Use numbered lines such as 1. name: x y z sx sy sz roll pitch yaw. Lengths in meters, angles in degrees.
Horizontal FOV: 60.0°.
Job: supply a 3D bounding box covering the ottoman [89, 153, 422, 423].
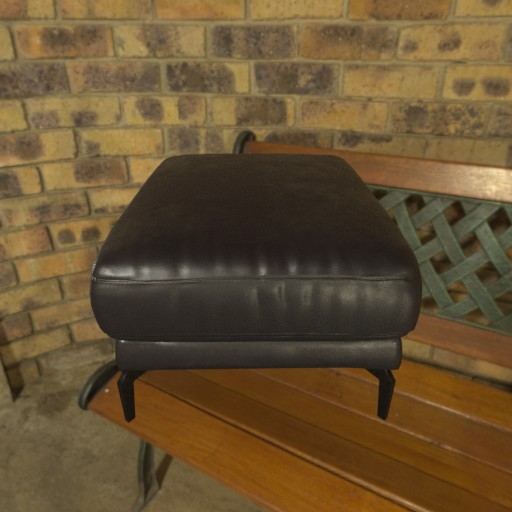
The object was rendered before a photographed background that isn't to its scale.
1. ottoman: 0.000 0.000 1.097 0.570 0.402 0.764 0 26 -1
